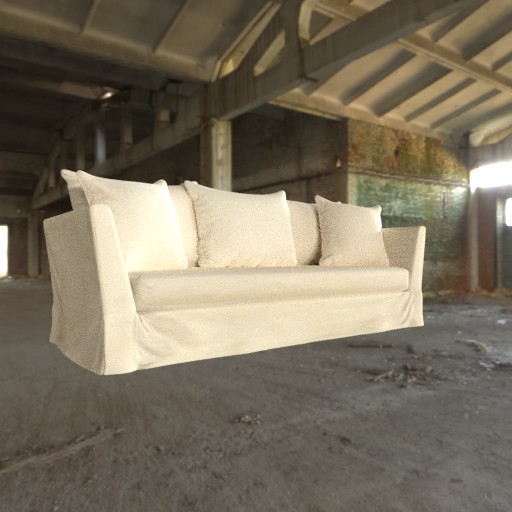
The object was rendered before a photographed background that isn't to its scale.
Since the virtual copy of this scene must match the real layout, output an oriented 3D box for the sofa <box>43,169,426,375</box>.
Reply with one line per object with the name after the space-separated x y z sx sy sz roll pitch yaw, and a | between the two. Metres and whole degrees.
0.000 0.000 3.020 2.484 1.042 1.030 0 0 -36 | sofa
